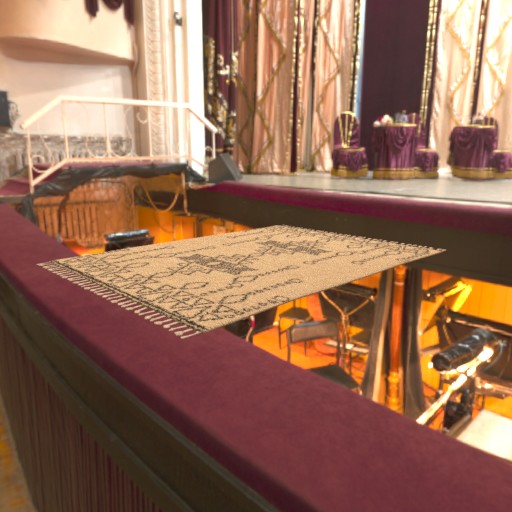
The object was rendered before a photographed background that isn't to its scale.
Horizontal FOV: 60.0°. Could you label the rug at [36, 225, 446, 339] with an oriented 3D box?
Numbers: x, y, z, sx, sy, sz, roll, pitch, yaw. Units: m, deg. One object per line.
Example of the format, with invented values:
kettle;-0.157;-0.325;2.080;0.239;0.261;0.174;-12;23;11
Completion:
rug;0.000;0.000;3.920;3.027;0.028;2.125;-12;18;-43
